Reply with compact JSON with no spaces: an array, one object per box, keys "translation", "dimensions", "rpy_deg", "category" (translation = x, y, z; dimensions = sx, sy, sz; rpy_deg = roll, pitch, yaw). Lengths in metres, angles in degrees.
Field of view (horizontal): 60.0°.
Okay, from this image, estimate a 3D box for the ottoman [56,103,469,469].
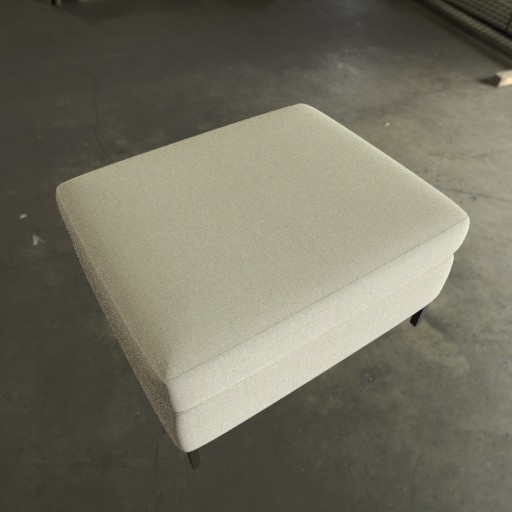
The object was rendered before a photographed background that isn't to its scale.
[{"translation":[0.000,0.000,1.163],"dimensions":[0.794,0.453,0.657],"rpy_deg":[-25,52,-22],"category":"ottoman"}]
